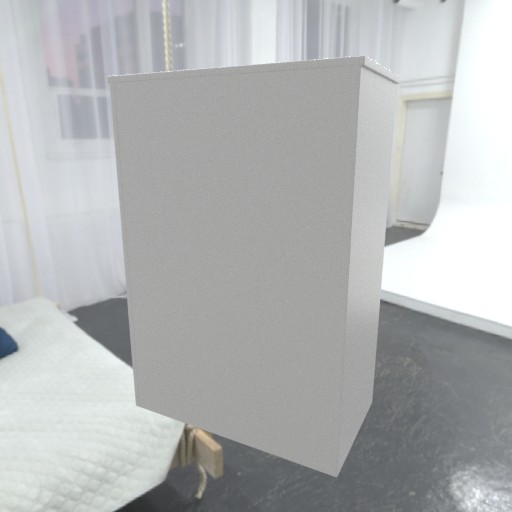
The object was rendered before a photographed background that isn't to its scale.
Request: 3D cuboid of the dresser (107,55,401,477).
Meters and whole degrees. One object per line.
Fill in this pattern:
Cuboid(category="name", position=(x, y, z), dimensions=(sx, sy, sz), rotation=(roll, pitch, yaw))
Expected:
Cuboid(category="dresser", position=(0.000, 0.000, 1.353), dimensions=(0.704, 1.021, 0.401), rotation=(8, 17, 27))
